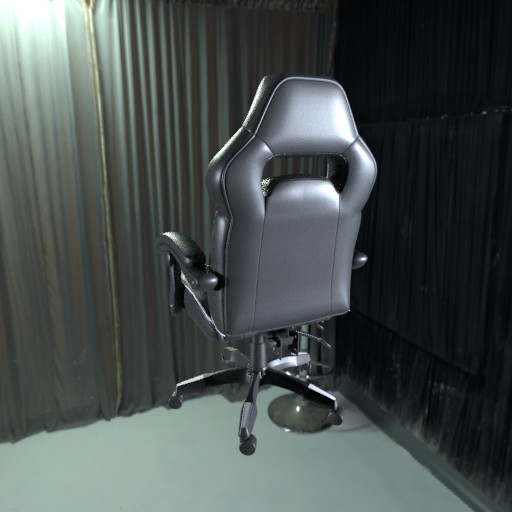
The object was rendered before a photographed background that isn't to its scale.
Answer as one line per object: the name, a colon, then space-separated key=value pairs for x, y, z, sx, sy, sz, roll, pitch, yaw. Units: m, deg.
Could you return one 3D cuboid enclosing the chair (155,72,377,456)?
chair: x=0.000 y=0.000 z=1.661 sx=0.676 sy=1.200 sz=0.700 roll=-7 pitch=16 yaw=-26
